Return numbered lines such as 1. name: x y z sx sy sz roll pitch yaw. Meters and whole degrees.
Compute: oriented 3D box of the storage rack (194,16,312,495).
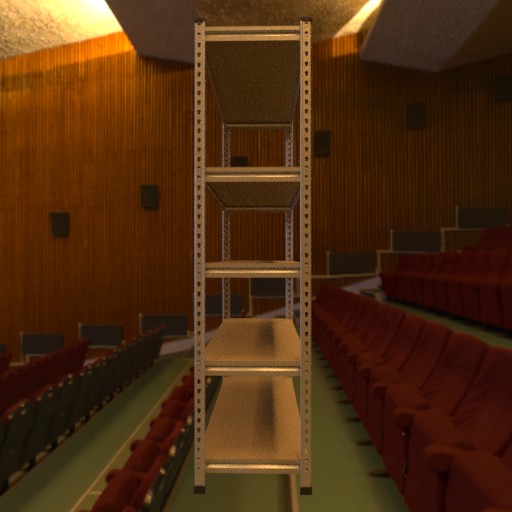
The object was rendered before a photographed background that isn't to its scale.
1. storage rack: 0.000 0.000 2.307 0.457 1.829 1.219 0 0 1
